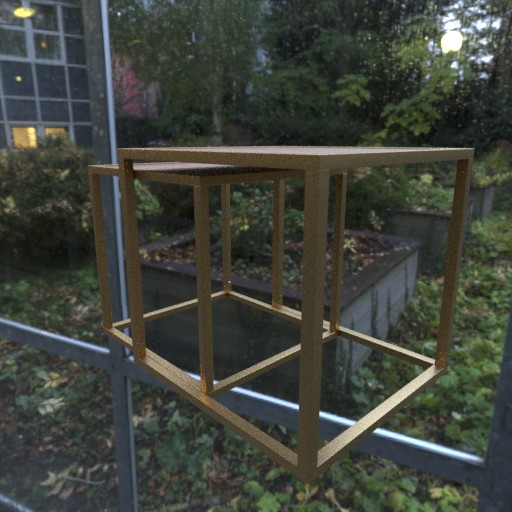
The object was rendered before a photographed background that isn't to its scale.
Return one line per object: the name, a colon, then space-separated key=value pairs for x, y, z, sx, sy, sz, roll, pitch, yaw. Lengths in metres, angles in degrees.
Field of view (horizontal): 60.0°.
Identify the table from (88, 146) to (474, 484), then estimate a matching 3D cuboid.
table: x=0.000 y=0.000 z=1.062 sx=0.505 sy=0.505 sz=0.762 roll=-14 pitch=20 yaw=-42
